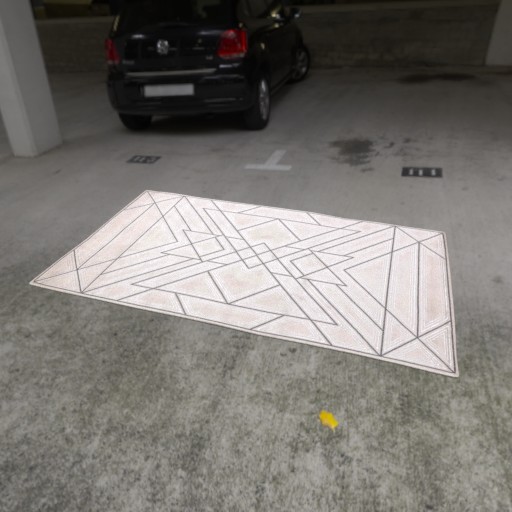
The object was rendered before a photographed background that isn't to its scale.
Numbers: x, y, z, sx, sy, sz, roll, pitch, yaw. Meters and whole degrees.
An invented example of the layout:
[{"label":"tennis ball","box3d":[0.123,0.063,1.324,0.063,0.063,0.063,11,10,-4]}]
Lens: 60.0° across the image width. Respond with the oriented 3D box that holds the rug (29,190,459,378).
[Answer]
[{"label":"rug","box3d":[0.000,0.000,1.047,0.869,0.008,0.511,10,34,15]}]
